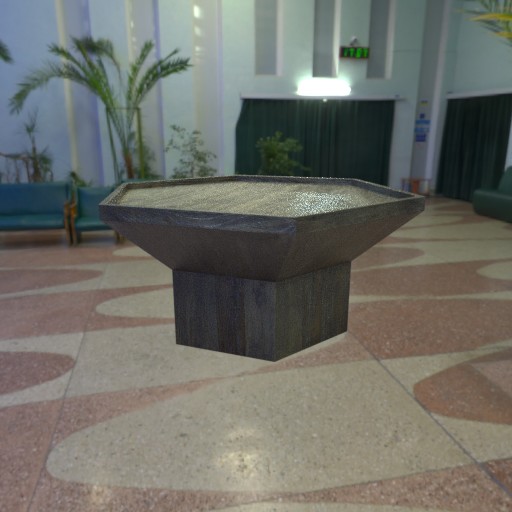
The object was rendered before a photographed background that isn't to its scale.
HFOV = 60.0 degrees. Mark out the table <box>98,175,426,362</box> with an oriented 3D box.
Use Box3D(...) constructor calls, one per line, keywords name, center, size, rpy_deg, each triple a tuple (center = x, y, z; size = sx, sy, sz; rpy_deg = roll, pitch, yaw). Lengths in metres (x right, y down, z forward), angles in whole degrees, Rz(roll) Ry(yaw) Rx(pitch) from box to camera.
Box3D(name="table", center=(0.000, 0.000, 1.615), size=(0.966, 0.488, 1.115), rpy_deg=(-3, 16, -9))
